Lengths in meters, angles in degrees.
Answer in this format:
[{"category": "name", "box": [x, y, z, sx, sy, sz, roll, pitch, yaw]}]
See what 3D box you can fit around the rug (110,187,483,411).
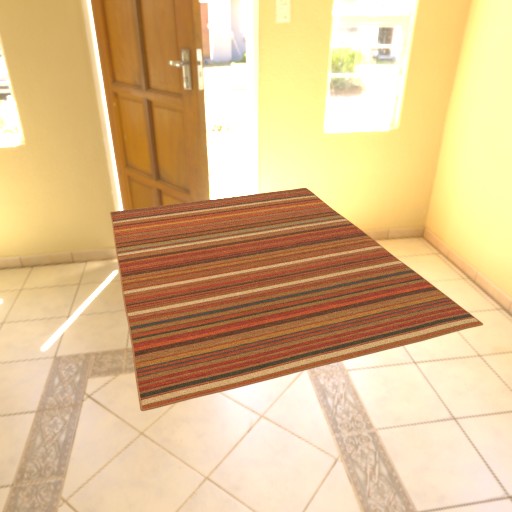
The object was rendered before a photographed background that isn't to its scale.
[{"category": "rug", "box": [0.000, 0.000, 4.161, 2.479, 0.023, 3.092, -9, 30, -17]}]
